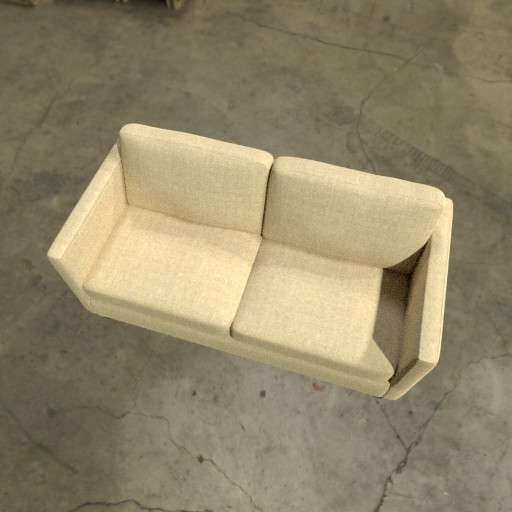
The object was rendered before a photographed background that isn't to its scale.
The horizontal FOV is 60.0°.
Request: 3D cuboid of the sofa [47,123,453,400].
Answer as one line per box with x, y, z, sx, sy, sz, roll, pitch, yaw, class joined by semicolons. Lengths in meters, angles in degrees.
0.000;0.000;2.438;1.884;0.963;0.950;14;60;8;sofa
